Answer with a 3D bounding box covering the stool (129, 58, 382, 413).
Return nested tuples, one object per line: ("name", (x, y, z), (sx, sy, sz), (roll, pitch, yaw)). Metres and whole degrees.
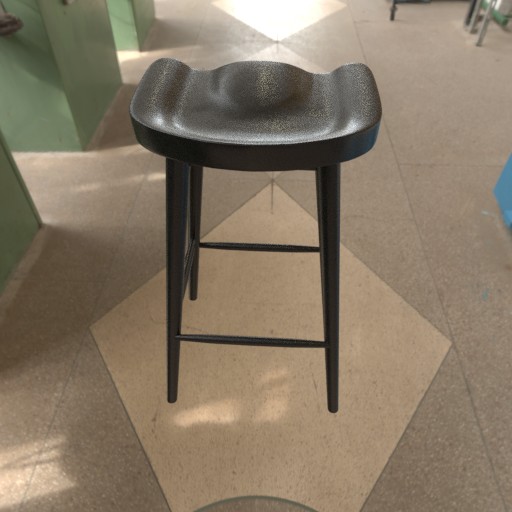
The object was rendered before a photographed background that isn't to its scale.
("stool", (0.000, 0.000, 0.985), (0.440, 0.749, 0.361), (3, 46, 3))
